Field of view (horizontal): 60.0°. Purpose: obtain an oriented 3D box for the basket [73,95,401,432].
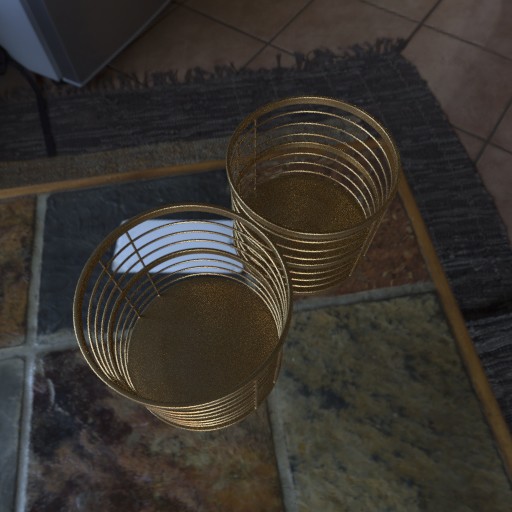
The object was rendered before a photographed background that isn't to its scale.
[{"bbox_3d":[0.000,0.000,0.946,0.356,0.351,0.746,34,68,16],"label":"basket"}]
